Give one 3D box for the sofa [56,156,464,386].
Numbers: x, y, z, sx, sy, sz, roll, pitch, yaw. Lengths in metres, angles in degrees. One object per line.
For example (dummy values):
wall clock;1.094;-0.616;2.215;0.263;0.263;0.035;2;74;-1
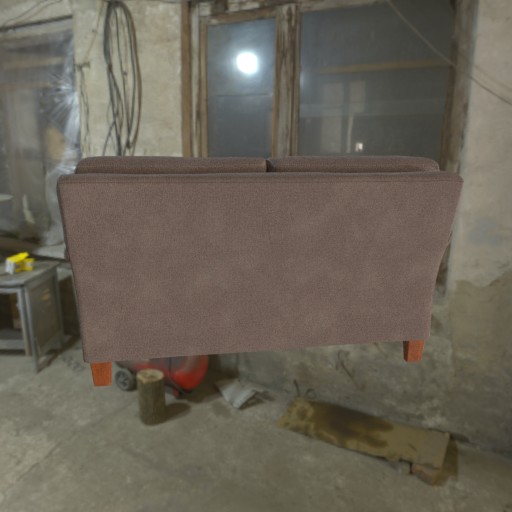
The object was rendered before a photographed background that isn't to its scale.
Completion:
sofa;0.000;0.000;2.494;1.853;1.101;1.084;-2;13;-9
